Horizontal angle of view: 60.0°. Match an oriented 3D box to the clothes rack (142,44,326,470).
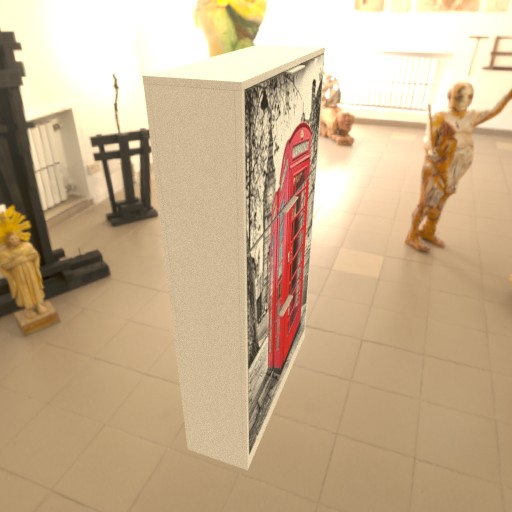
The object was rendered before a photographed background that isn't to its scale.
[{"bbox_3d":[0.000,0.000,1.559,0.250,1.280,0.750,11,32,18],"label":"clothes rack"}]
